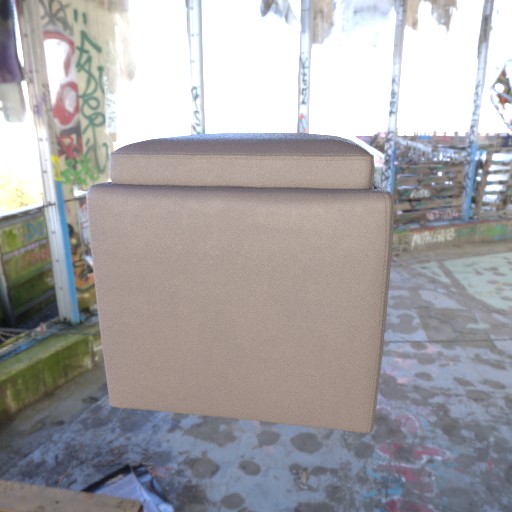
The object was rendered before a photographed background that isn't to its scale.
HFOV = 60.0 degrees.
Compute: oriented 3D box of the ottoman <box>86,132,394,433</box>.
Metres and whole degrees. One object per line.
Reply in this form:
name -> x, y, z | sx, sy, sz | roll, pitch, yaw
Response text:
ottoman -> 0.000, 0.000, 0.857 | 0.451, 0.460, 0.450 | 3, 17, 9
